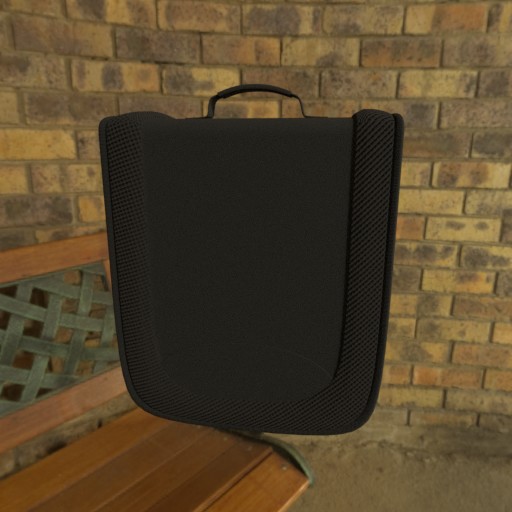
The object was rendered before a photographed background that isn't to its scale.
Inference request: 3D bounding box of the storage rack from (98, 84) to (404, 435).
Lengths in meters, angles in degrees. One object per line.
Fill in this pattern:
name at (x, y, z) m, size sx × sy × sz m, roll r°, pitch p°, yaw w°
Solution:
storage rack at (0.000, 0.000, 0.534) m, size 0.297 × 0.387 × 0.168 m, roll 2°, pitch 15°, yaw 9°
